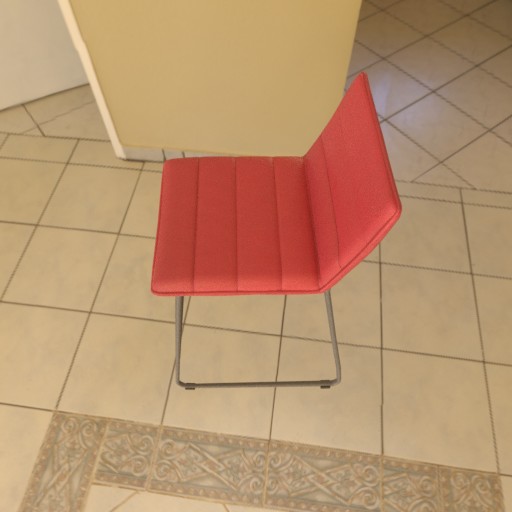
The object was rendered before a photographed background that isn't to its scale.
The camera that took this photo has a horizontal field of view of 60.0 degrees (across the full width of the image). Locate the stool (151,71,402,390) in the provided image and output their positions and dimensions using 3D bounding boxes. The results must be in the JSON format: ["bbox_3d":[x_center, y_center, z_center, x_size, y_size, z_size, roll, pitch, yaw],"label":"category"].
[{"bbox_3d":[0.000,0.000,1.195,0.524,0.866,0.489,-2,58,-1],"label":"stool"}]
